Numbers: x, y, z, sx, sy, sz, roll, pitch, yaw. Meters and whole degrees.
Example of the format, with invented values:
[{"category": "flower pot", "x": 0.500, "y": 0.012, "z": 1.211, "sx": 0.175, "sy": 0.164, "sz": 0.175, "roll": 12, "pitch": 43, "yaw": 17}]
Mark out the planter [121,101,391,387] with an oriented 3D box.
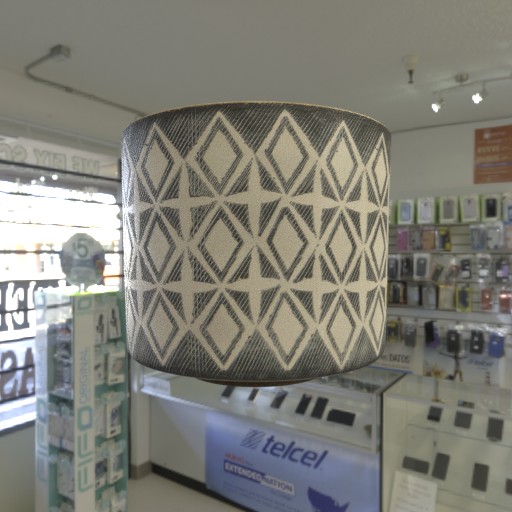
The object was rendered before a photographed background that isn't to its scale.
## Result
[{"category": "planter", "x": 0.000, "y": 0.000, "z": 0.330, "sx": 0.192, "sy": 0.165, "sz": 0.192, "roll": 0, "pitch": 0, "yaw": 0}]
